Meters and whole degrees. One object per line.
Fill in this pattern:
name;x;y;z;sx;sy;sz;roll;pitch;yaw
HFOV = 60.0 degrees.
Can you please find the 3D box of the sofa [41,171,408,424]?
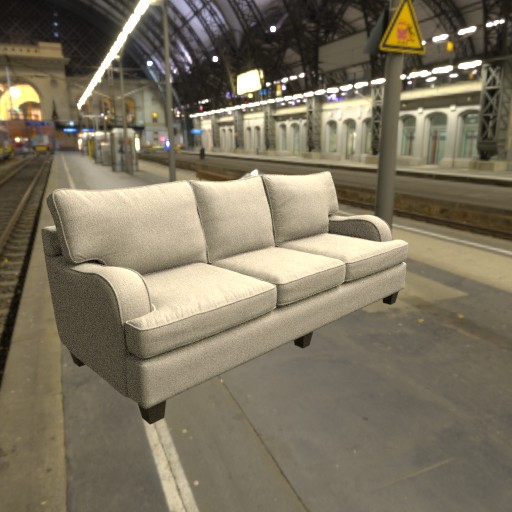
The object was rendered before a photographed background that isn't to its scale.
sofa;0.000;0.000;2.891;2.323;0.991;1.016;-14;20;-43
